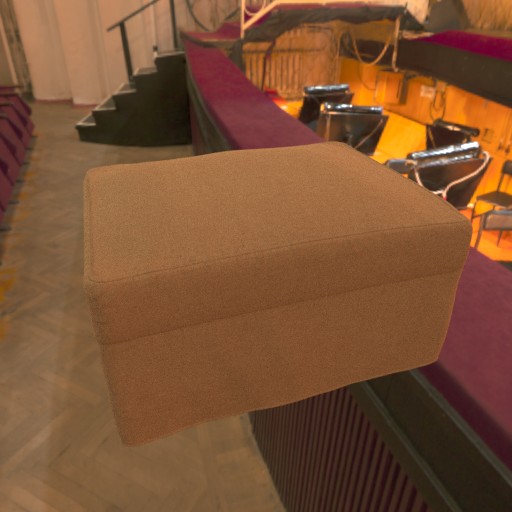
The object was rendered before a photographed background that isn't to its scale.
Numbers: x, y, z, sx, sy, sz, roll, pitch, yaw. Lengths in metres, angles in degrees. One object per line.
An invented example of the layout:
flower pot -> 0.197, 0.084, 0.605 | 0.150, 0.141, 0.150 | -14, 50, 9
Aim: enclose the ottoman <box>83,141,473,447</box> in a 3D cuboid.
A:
ottoman -> 0.000, 0.000, 1.206 | 0.833, 0.485, 0.650 | -10, 32, -16
